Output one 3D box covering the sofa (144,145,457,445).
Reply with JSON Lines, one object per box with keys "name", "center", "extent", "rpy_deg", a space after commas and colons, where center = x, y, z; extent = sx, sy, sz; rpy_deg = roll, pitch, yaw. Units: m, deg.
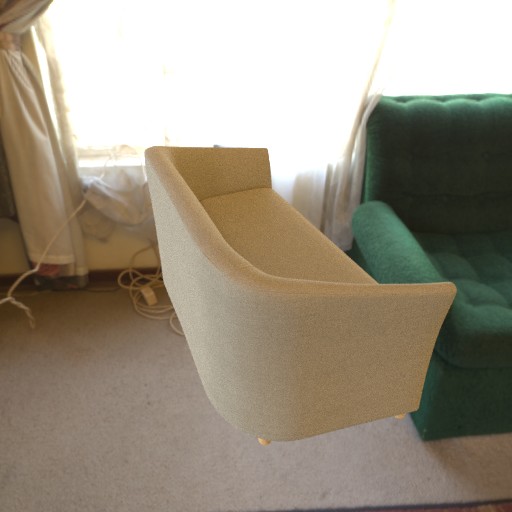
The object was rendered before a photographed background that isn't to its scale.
{"name": "sofa", "center": [0.000, 0.000, 1.858], "extent": [0.705, 0.721, 1.452], "rpy_deg": [-11, 32, -18]}
